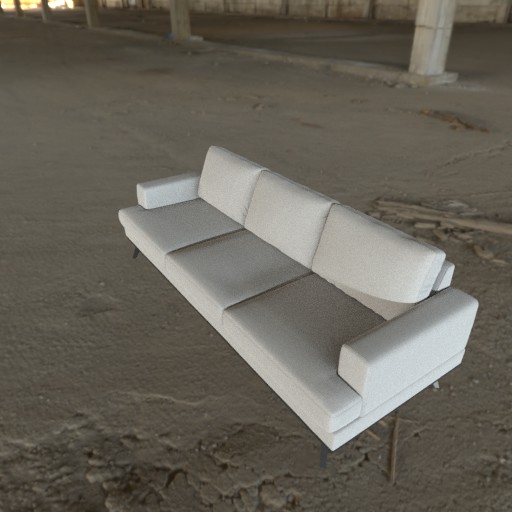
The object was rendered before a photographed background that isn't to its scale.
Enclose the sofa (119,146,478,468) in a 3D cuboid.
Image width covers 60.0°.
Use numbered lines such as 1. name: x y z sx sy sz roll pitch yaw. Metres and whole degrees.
1. sofa: 0.000 0.000 2.701 0.920 0.810 2.310 -19 36 -30
